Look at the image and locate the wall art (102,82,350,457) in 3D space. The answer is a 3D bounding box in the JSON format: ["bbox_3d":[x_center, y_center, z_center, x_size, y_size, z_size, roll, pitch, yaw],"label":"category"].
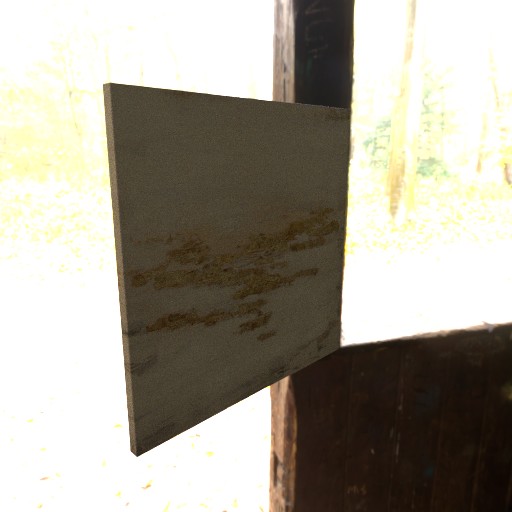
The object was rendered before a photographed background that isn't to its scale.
[{"bbox_3d":[0.000,0.000,1.523,0.040,1.018,1.015,13,19,43],"label":"wall art"}]
